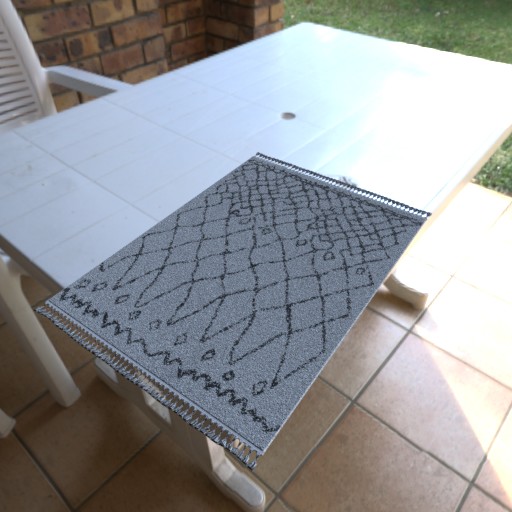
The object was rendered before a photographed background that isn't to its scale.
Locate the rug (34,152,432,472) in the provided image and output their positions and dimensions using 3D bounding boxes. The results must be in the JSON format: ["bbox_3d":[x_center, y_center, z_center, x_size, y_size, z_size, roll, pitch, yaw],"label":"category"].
[{"bbox_3d":[0.000,0.000,2.987,1.613,0.017,2.312,25,48,25],"label":"rug"}]
